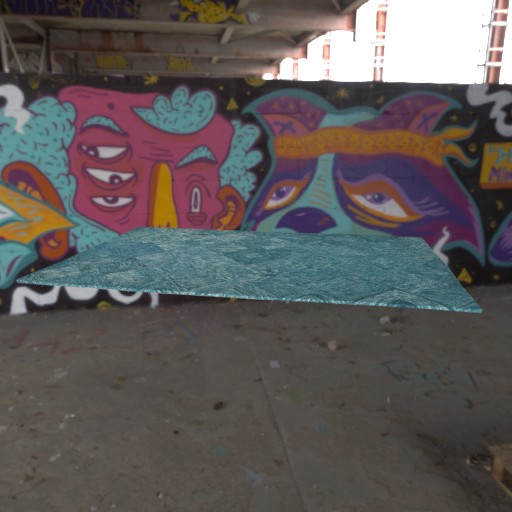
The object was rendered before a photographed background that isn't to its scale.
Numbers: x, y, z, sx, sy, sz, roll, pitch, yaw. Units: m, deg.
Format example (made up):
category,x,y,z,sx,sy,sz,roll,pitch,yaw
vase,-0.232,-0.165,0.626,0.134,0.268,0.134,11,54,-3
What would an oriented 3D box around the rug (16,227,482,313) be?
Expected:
category,x,y,z,sx,sy,sz,roll,pitch,yaw
rug,0.000,0.000,2.131,1.728,0.017,1.136,3,15,10
